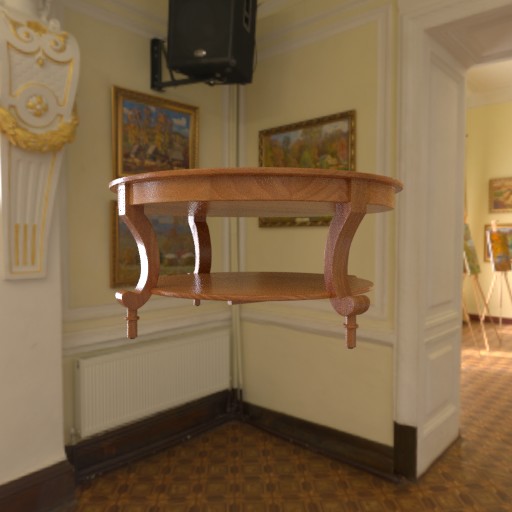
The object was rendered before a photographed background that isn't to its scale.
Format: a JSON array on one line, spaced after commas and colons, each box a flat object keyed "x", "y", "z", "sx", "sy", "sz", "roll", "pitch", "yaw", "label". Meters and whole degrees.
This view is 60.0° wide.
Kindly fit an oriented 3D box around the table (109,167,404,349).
[{"x": 0.000, "y": 0.000, "z": 1.634, "sx": 1.029, "sy": 0.490, "sz": 1.029, "roll": 0, "pitch": 2, "yaw": 0, "label": "table"}]
